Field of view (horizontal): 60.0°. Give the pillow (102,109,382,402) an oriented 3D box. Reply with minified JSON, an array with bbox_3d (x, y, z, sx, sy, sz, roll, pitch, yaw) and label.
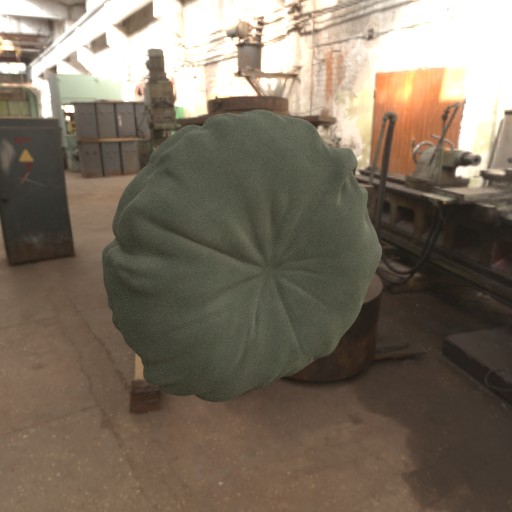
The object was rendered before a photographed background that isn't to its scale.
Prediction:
[{"bbox_3d":[0.000,0.000,0.650,0.428,0.407,0.148,-9,19,-28],"label":"pillow"}]
